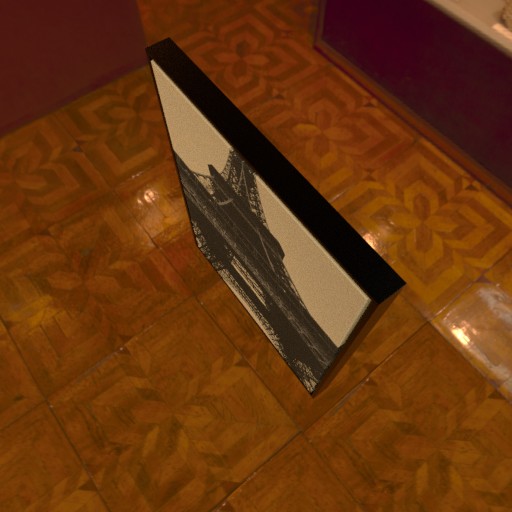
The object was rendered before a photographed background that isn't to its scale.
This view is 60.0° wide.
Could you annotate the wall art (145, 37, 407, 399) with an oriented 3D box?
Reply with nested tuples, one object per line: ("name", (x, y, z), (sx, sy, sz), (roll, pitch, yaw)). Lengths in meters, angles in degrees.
("wall art", (0.000, 0.000, 0.760), (0.039, 0.553, 0.451), (-33, 68, -16))
